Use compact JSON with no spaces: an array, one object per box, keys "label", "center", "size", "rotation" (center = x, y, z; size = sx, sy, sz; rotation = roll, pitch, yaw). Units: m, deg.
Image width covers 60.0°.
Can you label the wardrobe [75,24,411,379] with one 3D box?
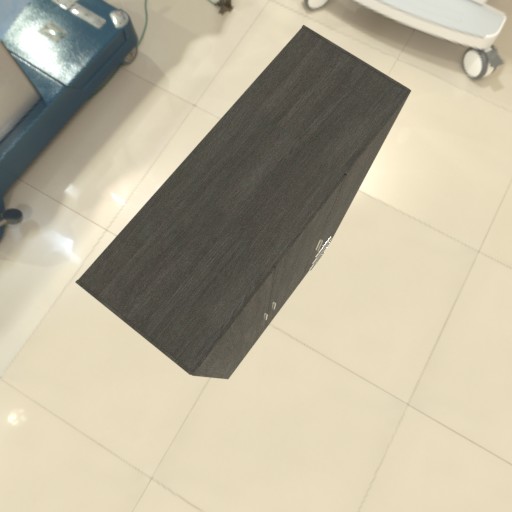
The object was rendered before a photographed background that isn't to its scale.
[{"label":"wardrobe","center":[0.000,0.000,2.468],"size":[0.510,1.910,1.290],"rotation":[36,77,9]}]
